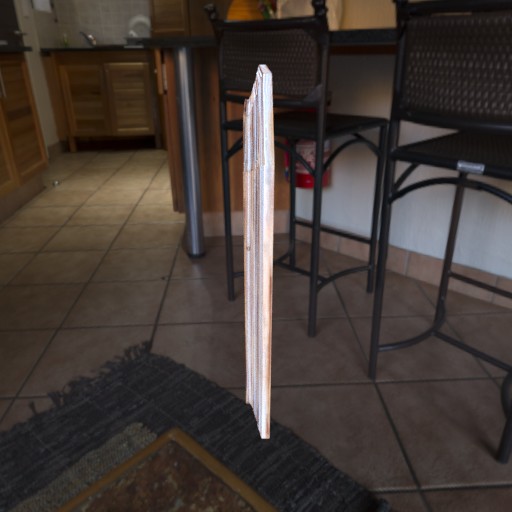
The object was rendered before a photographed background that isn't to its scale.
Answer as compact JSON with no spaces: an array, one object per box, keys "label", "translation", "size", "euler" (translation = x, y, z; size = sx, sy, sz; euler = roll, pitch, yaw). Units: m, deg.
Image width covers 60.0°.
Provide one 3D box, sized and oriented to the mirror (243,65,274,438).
[{"label":"mirror","translation":[0.000,0.000,1.300],"size":[0.061,1.015,0.709],"euler":[0,26,-1]}]
